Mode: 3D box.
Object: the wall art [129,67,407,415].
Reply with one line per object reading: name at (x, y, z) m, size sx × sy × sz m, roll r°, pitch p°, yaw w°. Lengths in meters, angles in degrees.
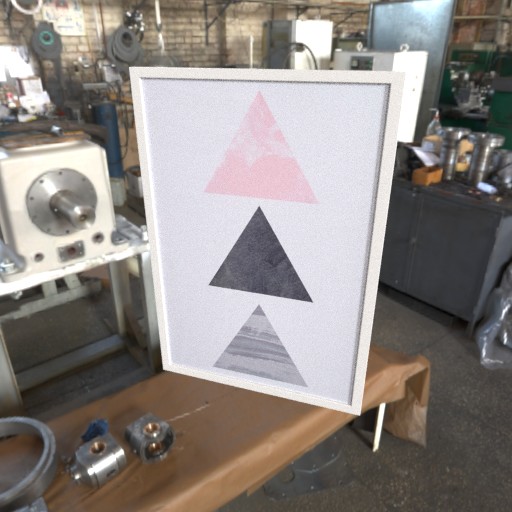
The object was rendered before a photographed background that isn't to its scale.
wall art at (0.000, 0.000, 0.843) m, size 0.456 × 0.656 × 0.013 m, roll 8°, pitch 27°, yaw 17°
